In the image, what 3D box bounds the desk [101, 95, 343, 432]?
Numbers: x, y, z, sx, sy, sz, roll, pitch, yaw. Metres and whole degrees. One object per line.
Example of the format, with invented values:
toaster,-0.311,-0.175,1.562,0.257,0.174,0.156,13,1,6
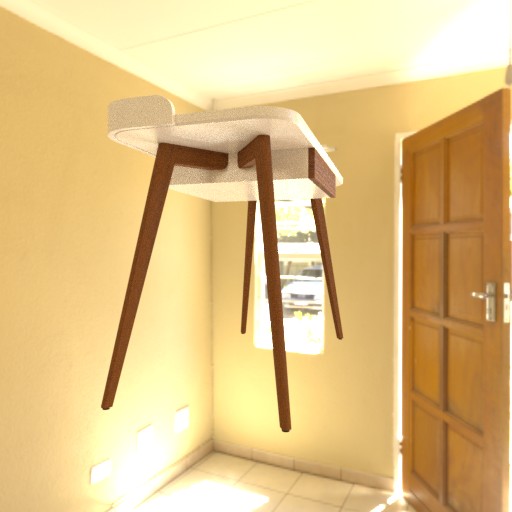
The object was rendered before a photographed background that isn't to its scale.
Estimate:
desk,0.000,0.000,1.650,0.534,0.807,1.206,0,1,17
